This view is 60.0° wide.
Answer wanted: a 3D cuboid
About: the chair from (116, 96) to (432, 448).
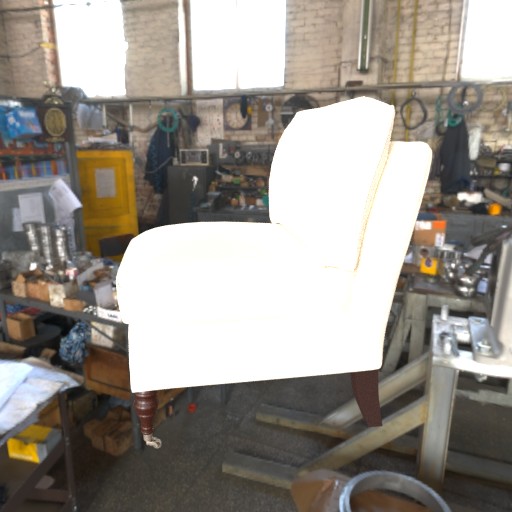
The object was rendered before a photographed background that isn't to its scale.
[{"bbox_3d":[0.000,0.000,1.368,0.781,0.887,0.630,-3,15,-10],"label":"chair"}]
